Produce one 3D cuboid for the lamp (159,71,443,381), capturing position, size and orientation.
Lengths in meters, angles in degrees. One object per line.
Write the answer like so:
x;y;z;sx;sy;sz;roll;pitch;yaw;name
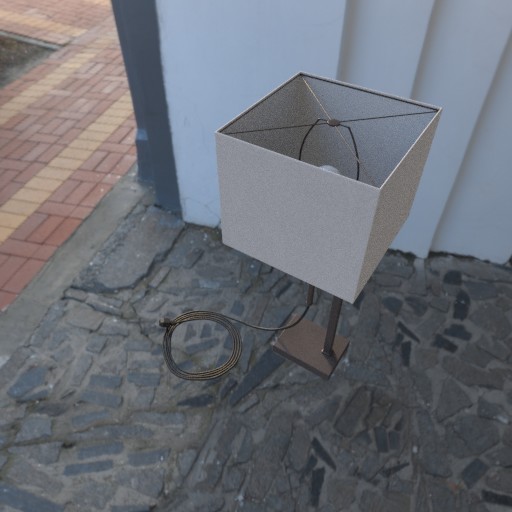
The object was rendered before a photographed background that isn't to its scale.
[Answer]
0.000;0.000;0.971;0.504;0.660;0.399;25;50;23;lamp
